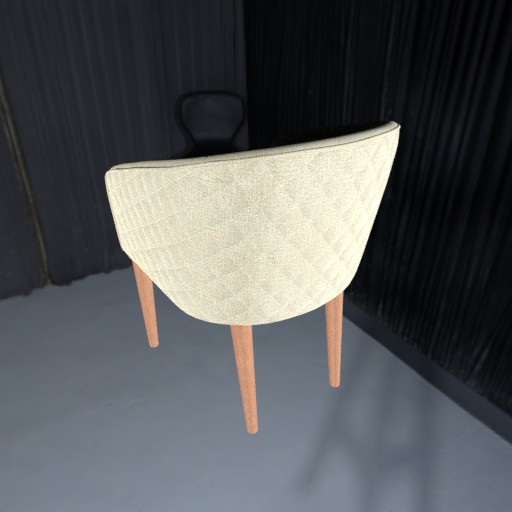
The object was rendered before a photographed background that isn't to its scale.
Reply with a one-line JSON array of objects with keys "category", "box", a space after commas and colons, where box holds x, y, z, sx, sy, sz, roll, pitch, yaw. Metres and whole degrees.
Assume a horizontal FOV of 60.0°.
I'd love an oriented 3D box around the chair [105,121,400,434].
[{"category": "chair", "box": [0.000, 0.000, 1.198, 0.584, 0.775, 0.616, -19, 35, -28]}]
